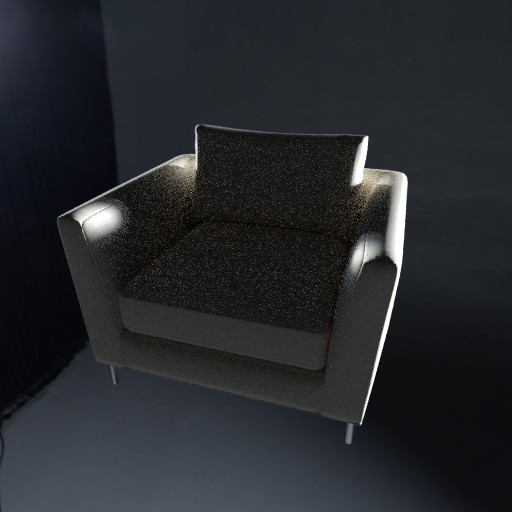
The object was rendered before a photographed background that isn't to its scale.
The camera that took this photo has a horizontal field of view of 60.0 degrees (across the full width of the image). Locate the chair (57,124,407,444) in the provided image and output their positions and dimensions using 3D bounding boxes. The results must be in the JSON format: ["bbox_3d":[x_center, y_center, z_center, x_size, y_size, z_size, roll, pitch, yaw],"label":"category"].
[{"bbox_3d":[0.000,0.000,1.713,1.041,0.865,0.889,8,28,16],"label":"chair"}]
